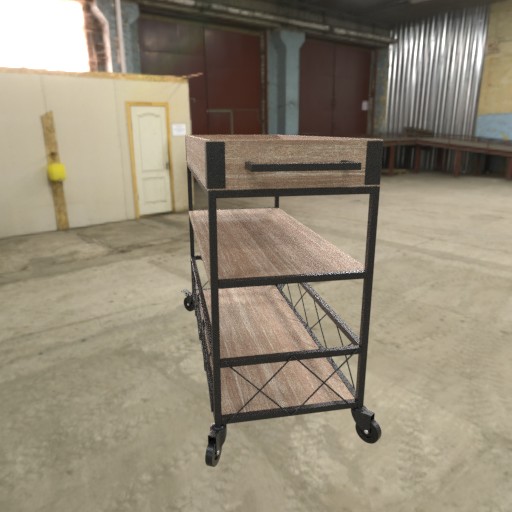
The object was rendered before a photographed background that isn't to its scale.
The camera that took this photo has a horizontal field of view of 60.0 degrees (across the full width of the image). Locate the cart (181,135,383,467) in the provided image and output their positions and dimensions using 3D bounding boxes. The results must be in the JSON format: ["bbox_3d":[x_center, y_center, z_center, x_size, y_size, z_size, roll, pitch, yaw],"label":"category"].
[{"bbox_3d":[0.000,0.000,1.513,0.500,0.787,1.101,-3,16,-11],"label":"cart"}]
